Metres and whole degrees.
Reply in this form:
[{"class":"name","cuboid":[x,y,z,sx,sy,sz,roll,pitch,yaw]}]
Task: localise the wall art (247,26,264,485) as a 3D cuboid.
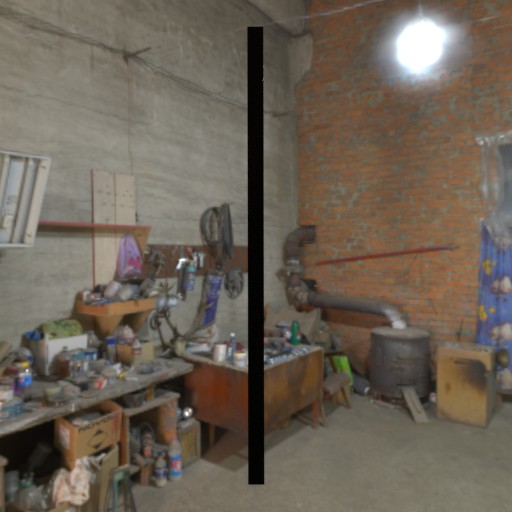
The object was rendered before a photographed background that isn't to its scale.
[{"class":"wall art","cuboid":[0.000,0.000,1.430,0.040,1.062,0.805,0,0,0]}]
